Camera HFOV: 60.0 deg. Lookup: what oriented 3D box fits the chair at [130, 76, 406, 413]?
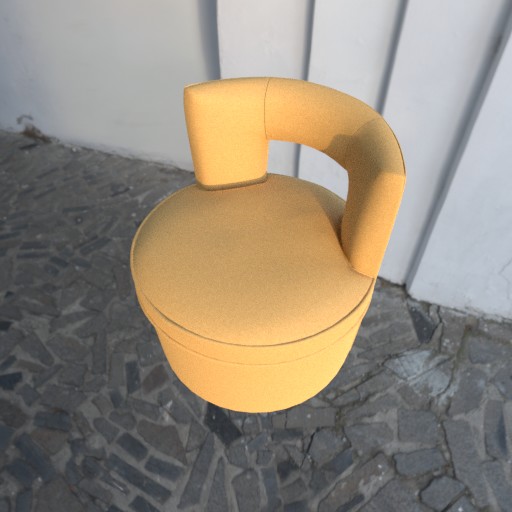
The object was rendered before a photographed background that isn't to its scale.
[{"bbox_3d":[0.000,0.000,1.212,0.650,0.723,0.665,30,54,25],"label":"chair"}]
